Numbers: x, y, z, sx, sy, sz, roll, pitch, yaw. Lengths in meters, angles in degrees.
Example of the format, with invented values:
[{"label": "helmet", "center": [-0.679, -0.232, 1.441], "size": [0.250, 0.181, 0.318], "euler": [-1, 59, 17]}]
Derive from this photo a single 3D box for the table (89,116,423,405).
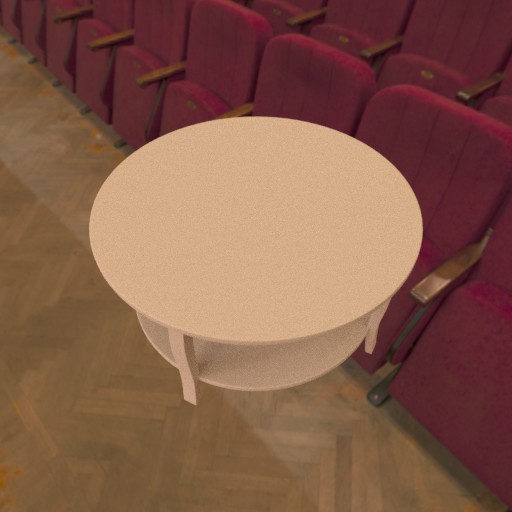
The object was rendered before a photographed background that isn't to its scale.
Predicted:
[{"label": "table", "center": [0.000, 0.000, 1.414], "size": [0.910, 0.457, 0.910], "euler": [0, 47, 0]}]
